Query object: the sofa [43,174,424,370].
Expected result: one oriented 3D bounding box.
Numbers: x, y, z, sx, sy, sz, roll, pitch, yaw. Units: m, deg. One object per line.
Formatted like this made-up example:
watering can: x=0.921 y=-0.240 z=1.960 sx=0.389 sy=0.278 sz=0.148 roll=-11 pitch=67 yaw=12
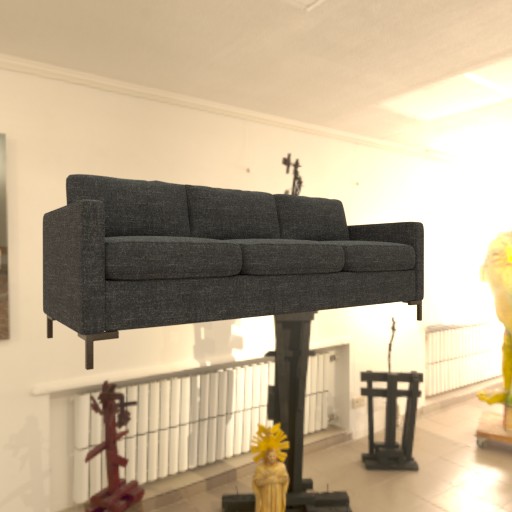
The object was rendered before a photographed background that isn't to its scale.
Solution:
sofa: x=0.000 y=0.000 z=2.673 sx=2.218 sy=0.874 sz=0.859 roll=0 pitch=0 yaw=-35
